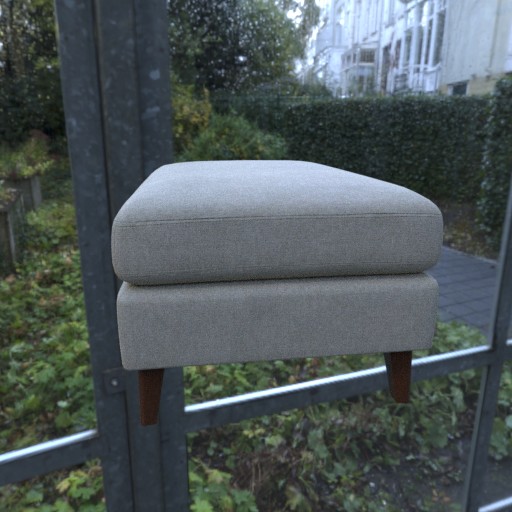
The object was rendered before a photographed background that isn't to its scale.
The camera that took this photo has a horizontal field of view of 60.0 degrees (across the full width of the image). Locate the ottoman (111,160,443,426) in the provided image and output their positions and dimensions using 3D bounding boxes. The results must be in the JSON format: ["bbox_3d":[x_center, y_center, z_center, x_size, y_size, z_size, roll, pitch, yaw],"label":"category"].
[{"bbox_3d":[0.000,0.000,1.202,0.610,0.478,0.823,-2,16,-8],"label":"ottoman"}]
